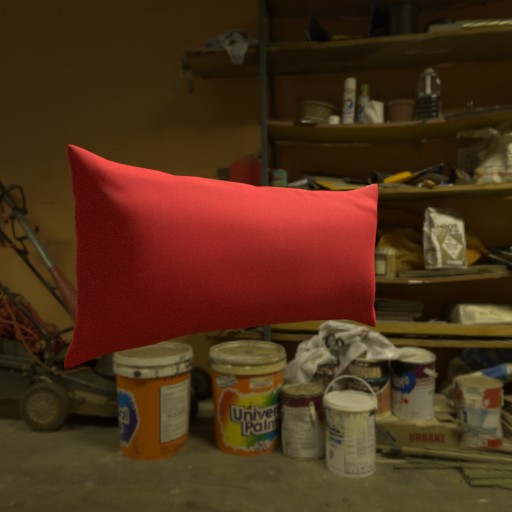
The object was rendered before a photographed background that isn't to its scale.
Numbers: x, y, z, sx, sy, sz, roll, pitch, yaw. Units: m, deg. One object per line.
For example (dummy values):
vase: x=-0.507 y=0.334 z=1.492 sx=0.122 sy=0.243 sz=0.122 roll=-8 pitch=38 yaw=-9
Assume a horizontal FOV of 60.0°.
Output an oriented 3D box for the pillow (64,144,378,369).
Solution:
pillow: x=0.000 y=0.000 z=0.749 sx=0.608 sy=0.297 sz=0.151 roll=0 pitch=0 yaw=-35
